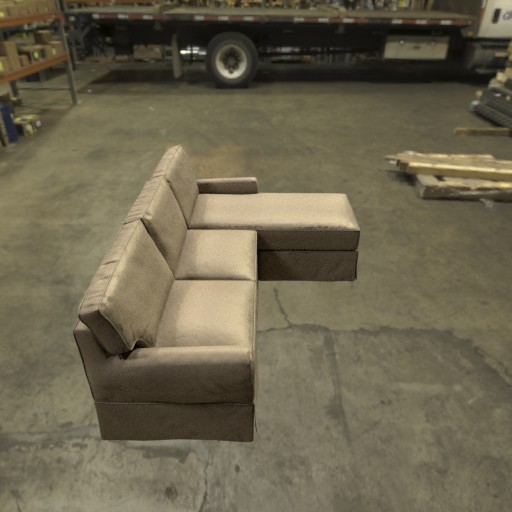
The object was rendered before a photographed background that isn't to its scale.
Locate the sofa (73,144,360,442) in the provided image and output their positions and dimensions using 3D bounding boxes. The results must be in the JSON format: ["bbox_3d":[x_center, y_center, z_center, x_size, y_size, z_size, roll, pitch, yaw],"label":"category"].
[{"bbox_3d":[0.000,0.000,3.261,1.733,0.978,2.475,0,32,1],"label":"sofa"}]
